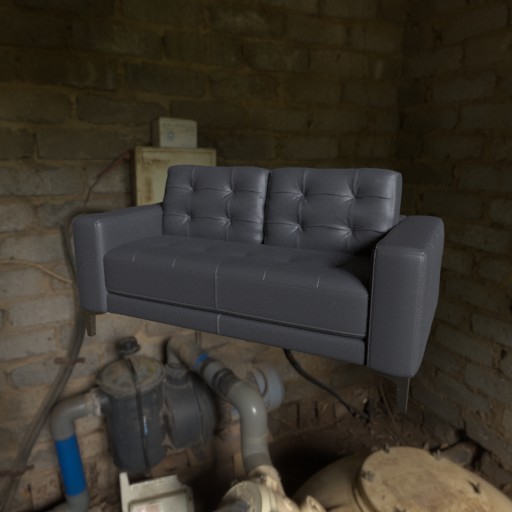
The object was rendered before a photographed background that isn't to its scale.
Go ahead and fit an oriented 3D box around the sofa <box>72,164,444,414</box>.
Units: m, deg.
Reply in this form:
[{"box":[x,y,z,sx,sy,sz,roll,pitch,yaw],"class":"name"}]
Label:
[{"box":[0.000,0.000,2.268,1.726,0.893,0.833,7,15,25],"class":"sofa"}]
